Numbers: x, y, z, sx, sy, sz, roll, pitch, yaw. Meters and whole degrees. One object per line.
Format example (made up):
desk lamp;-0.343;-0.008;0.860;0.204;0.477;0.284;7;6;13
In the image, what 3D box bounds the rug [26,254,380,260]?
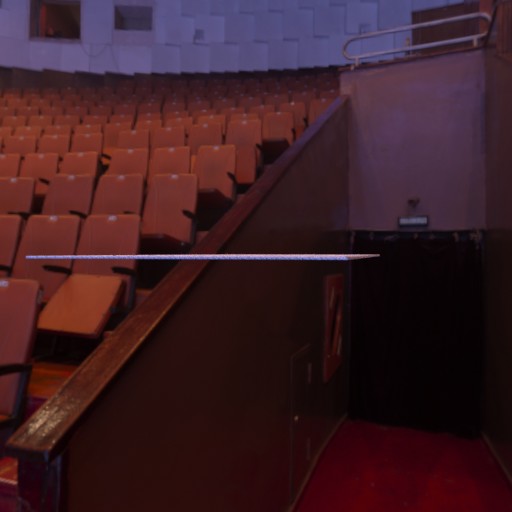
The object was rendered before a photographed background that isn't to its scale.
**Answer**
rug;0.000;0.000;3.046;1.526;0.012;2.444;0;0;18
